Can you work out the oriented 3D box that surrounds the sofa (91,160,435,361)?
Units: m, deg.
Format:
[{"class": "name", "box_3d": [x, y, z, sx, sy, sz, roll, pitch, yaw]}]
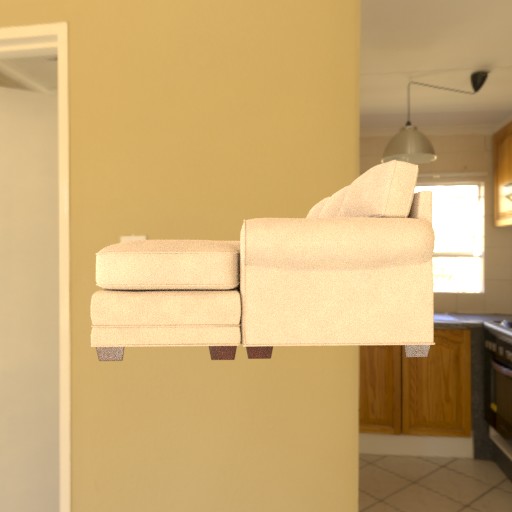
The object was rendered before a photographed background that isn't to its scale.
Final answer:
[{"class": "sofa", "box_3d": [0.000, 0.000, 2.383, 1.226, 0.734, 1.770, 0, 0, -2]}]
